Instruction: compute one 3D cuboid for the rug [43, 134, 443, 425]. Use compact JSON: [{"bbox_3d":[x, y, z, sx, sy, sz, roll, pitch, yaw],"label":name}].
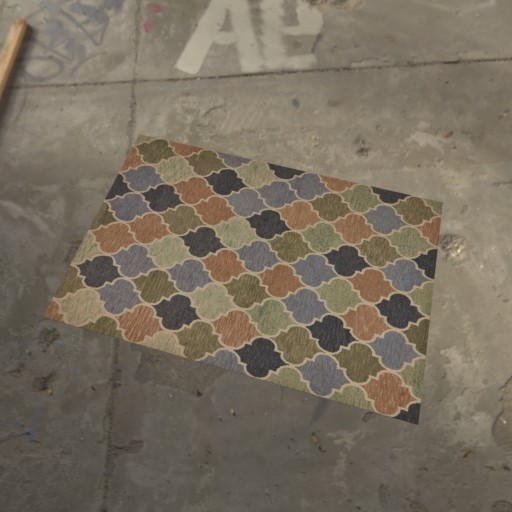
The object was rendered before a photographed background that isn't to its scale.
[{"bbox_3d":[0.000,0.000,2.329,1.828,0.006,1.216,14,64,7],"label":"rug"}]
